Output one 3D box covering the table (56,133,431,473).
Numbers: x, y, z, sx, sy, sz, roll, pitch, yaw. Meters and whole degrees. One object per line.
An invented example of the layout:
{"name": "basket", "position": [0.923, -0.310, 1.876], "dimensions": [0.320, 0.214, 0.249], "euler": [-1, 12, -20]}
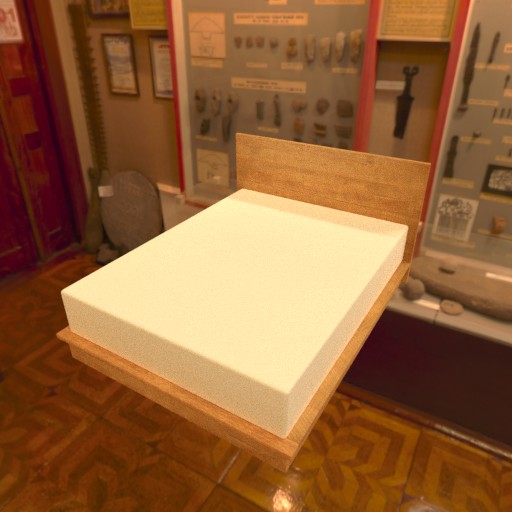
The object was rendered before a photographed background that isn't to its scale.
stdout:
{"name": "table", "position": [0.000, 0.000, 3.110], "dimensions": [1.707, 1.041, 2.149], "euler": [17, 34, 27]}
